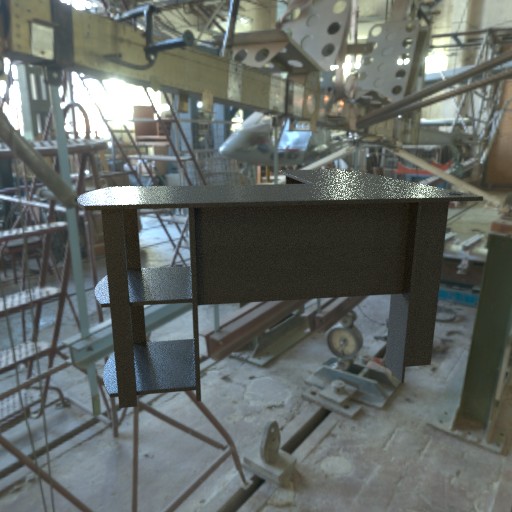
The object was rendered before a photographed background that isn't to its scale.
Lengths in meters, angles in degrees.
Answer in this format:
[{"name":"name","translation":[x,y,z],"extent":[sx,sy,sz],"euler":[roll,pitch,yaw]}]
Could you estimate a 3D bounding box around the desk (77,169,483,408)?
[{"name":"desk","translation":[0.000,0.000,2.119],"extent":[1.361,0.716,1.303],"euler":[-2,15,-9]}]
